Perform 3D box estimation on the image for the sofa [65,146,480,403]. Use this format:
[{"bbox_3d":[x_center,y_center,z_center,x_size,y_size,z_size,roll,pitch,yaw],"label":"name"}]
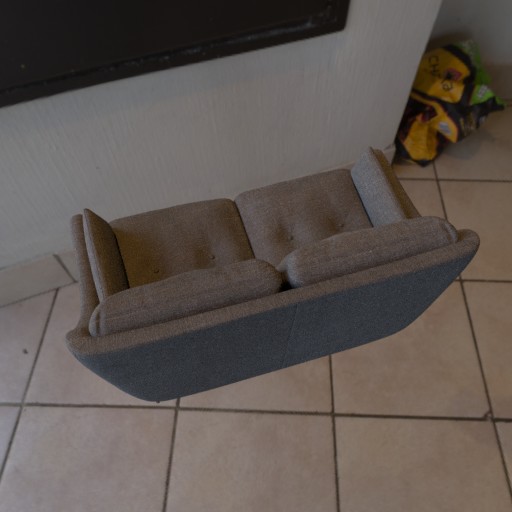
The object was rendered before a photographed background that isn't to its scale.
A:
[{"bbox_3d":[0.000,0.000,2.137,1.646,0.887,0.976,-14,59,-9],"label":"sofa"}]
